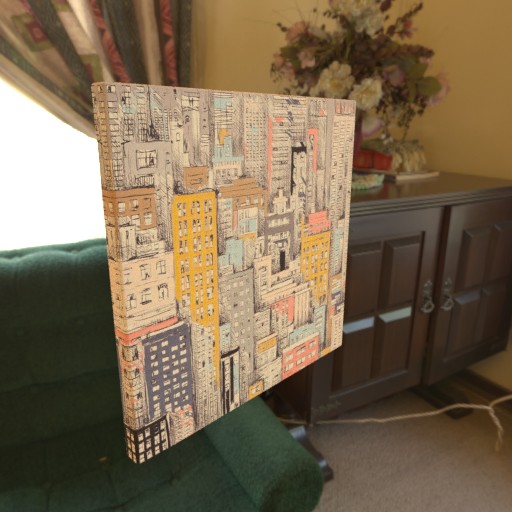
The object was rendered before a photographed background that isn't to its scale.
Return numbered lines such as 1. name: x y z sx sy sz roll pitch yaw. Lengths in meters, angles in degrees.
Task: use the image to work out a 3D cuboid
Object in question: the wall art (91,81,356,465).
1. wall art: 0.000 0.000 0.883 0.038 0.608 0.607 15 22 42
